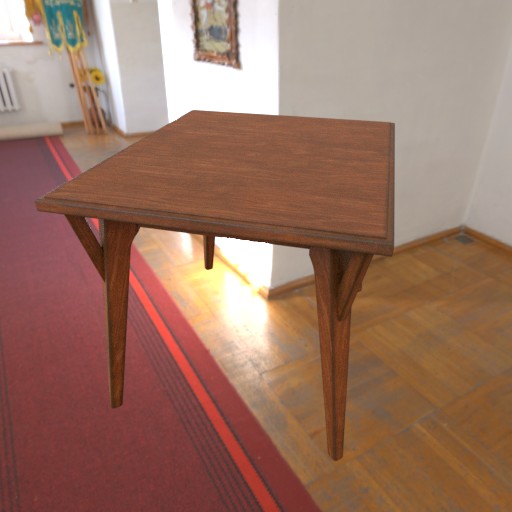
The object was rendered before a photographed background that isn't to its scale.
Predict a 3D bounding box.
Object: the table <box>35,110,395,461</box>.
[{"bbox_3d":[0.000,0.000,1.575,0.838,0.761,0.991,8,32,13],"label":"table"}]
